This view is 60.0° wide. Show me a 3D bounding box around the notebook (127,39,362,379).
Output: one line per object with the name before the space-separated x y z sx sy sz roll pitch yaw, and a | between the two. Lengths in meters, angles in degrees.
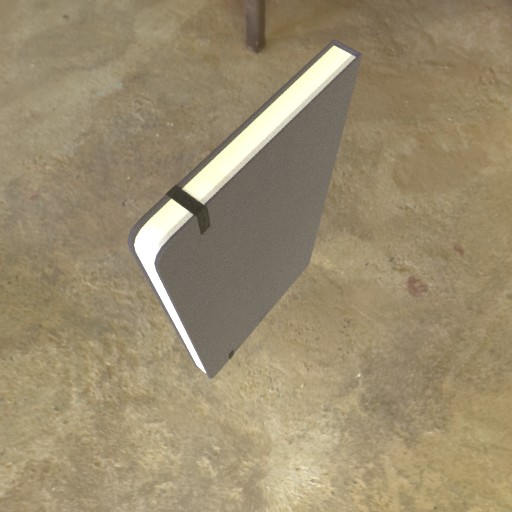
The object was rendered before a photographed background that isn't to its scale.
notebook | 0.000 0.000 0.266 0.016 0.213 0.127 36 69 16
